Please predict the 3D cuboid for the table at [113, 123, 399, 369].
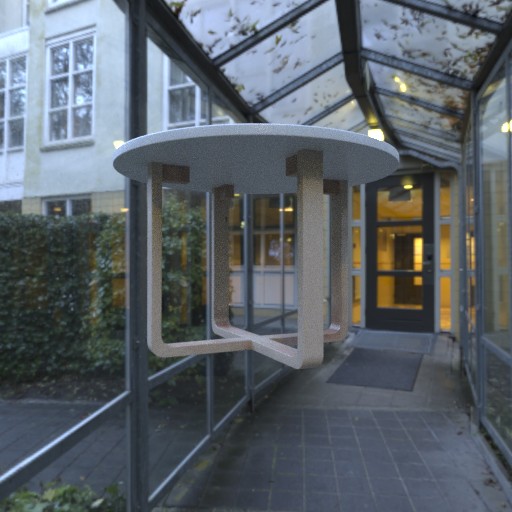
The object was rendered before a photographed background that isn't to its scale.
[{"bbox_3d":[0.000,0.000,0.974,0.600,0.400,0.600,0,-1,0],"label":"table"}]
